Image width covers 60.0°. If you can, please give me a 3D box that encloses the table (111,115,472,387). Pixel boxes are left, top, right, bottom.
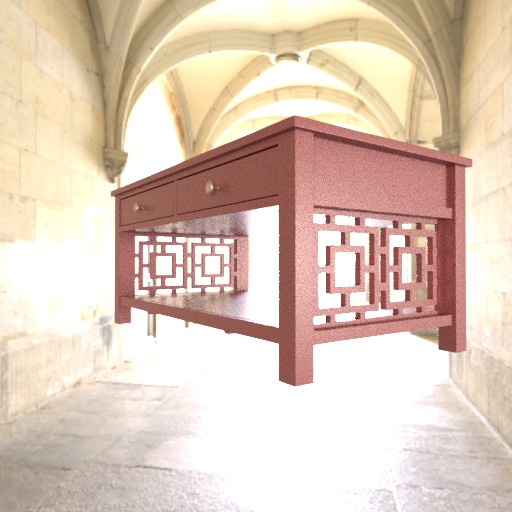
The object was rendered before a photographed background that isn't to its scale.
[{"bbox_3d":[0.000,0.000,1.399,0.612,0.493,1.068,0,-1,-35],"label":"table"}]
